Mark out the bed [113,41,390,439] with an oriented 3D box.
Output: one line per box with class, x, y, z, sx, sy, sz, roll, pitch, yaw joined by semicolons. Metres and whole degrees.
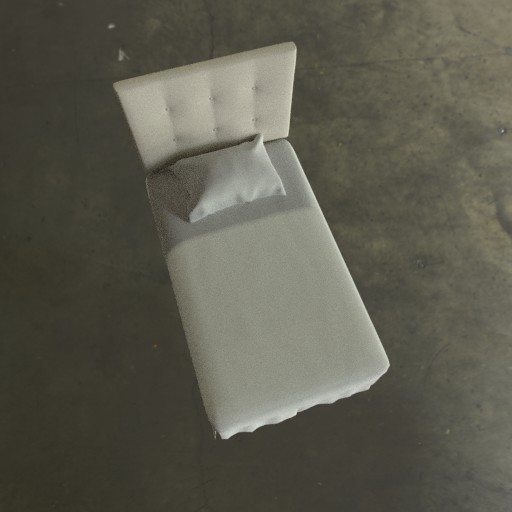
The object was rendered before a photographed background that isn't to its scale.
bed;0.000;0.000;2.980;1.261;1.571;1.997;-17;66;-8
